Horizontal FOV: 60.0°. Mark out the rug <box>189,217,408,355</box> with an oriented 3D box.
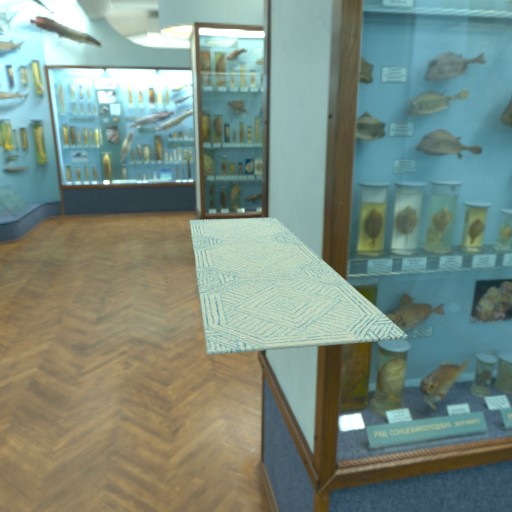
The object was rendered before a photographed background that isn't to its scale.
[{"bbox_3d":[0.000,0.000,2.792,0.775,0.012,2.452,-3,16,-9],"label":"rug"}]
